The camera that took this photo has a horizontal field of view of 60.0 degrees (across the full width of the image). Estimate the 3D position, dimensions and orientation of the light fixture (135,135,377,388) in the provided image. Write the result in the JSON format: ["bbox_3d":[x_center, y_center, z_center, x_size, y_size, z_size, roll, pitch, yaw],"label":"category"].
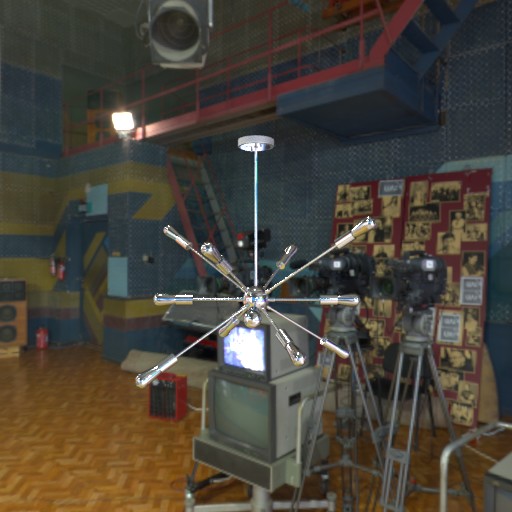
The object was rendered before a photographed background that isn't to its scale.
[{"bbox_3d":[0.000,0.000,1.070,0.509,0.558,0.684,0,0,1],"label":"light fixture"}]
